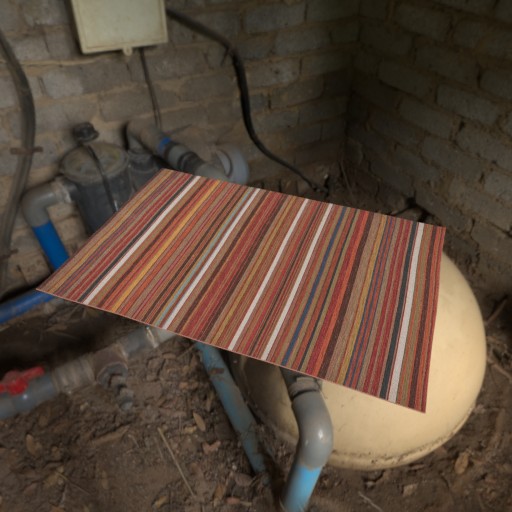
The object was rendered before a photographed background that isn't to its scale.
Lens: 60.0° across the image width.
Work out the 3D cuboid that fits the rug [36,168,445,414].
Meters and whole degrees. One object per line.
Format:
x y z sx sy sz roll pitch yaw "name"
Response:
0.000 0.000 2.325 1.828 0.007 1.217 14 43 16 "rug"
